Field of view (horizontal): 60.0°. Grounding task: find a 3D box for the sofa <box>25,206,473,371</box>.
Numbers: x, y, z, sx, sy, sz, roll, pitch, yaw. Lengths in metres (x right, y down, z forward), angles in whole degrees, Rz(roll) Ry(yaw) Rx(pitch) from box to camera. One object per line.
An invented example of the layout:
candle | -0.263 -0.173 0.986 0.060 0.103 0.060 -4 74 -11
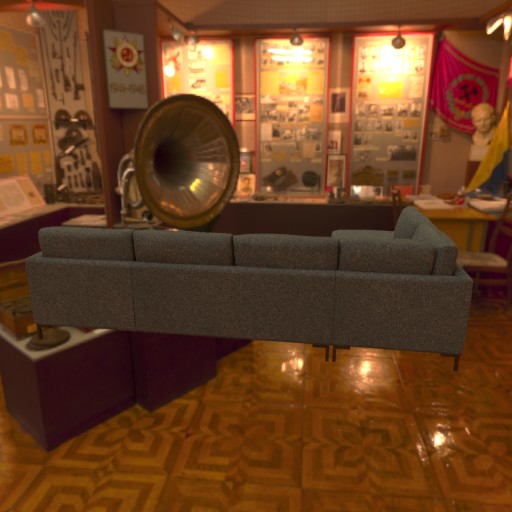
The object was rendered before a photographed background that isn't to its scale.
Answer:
sofa | 0.000 0.000 3.801 2.956 0.813 2.007 2 17 8
